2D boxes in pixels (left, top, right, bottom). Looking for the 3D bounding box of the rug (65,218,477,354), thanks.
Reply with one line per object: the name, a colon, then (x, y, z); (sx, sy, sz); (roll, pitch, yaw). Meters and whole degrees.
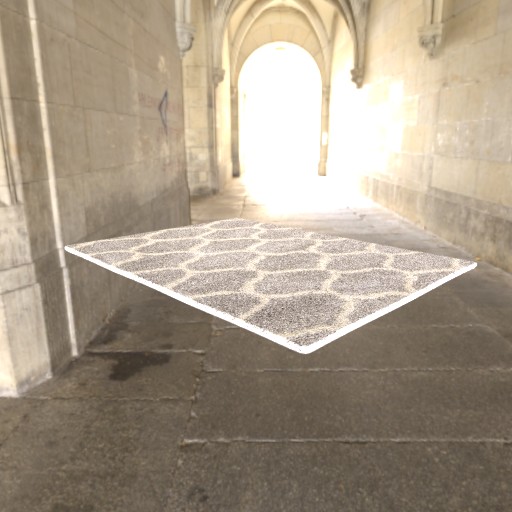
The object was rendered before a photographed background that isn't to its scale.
rug: (0.000, 0.000, 2.122); (1.200, 0.025, 1.600); (-14, 20, -42)
